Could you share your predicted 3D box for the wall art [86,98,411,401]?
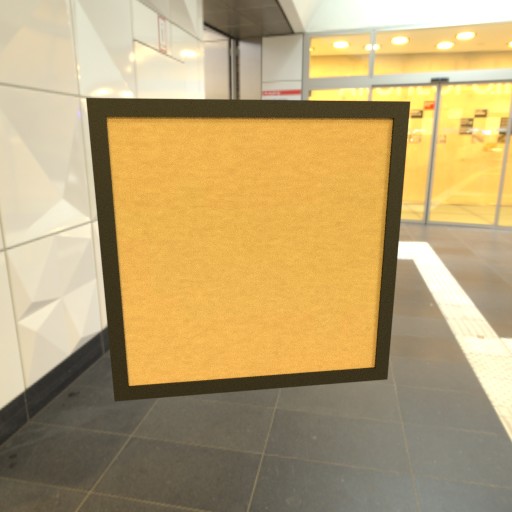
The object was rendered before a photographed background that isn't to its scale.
[{"bbox_3d":[0.000,0.000,0.534,0.356,0.356,0.013,-2,15,-8],"label":"wall art"}]
